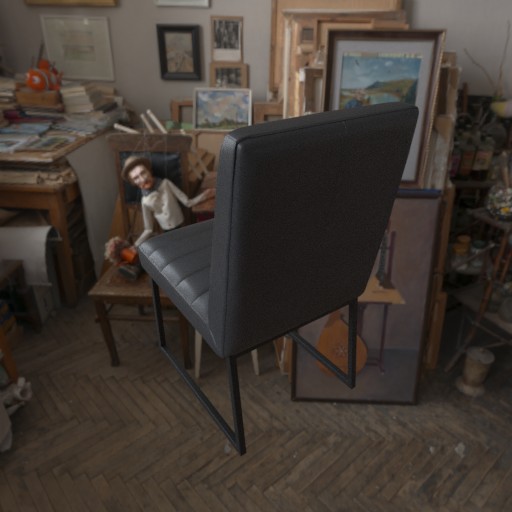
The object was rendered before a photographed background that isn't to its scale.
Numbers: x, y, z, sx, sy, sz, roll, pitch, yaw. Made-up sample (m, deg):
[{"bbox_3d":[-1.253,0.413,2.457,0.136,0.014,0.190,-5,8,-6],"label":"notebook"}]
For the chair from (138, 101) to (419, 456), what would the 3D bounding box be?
[{"bbox_3d":[0.000,0.000,1.332,0.520,0.930,0.634,-19,35,-30],"label":"chair"}]
